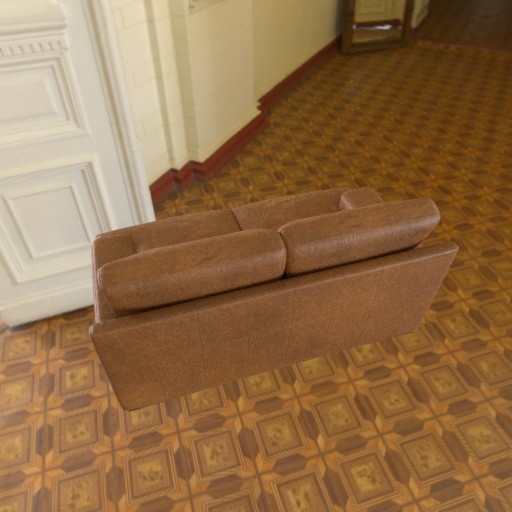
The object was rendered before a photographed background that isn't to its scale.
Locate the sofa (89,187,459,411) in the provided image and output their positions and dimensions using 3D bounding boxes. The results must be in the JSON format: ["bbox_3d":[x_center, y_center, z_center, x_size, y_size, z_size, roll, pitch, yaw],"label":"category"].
[{"bbox_3d":[0.000,0.000,2.608,1.880,0.966,1.144,-12,44,-13],"label":"sofa"}]
